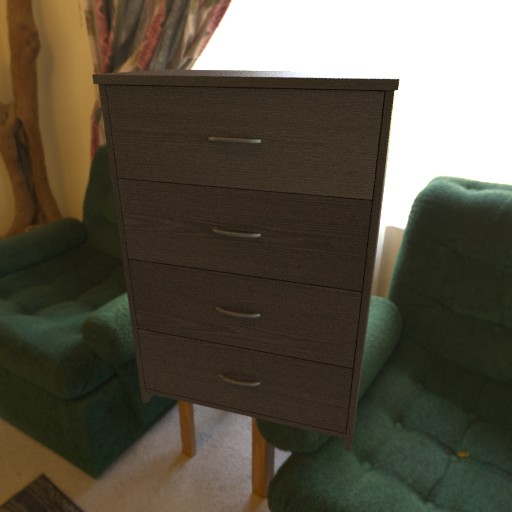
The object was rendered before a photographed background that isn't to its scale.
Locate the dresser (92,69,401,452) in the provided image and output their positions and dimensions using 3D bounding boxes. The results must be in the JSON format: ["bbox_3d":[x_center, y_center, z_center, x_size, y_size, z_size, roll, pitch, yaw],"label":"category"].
[{"bbox_3d":[0.000,0.000,1.336,0.704,1.020,0.399,7,26,16],"label":"dresser"}]
